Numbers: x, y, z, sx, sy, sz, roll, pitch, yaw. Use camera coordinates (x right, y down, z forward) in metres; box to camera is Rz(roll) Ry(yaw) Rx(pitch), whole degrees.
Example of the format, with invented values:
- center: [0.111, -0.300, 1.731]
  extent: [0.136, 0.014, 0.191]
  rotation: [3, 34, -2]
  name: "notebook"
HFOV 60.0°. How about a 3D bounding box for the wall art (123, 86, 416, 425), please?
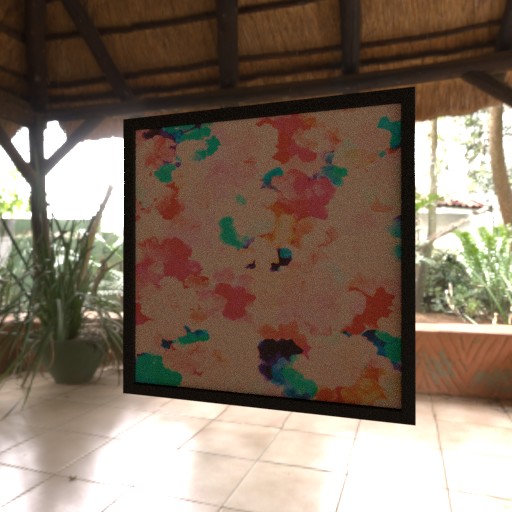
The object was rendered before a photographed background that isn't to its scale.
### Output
- center: [0.000, 0.000, 0.452]
  extent: [0.306, 0.304, 0.015]
  rotation: [0, 0, 18]
  name: "wall art"
